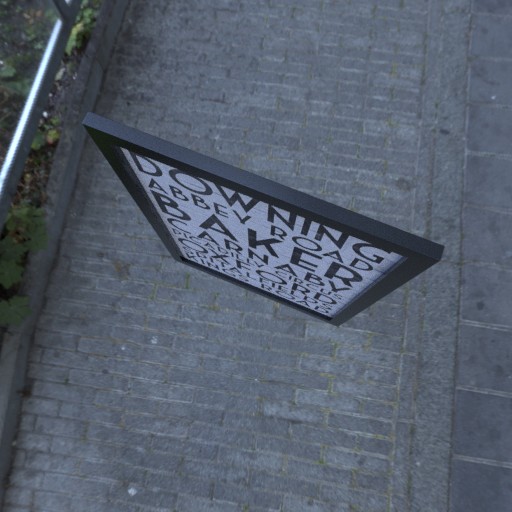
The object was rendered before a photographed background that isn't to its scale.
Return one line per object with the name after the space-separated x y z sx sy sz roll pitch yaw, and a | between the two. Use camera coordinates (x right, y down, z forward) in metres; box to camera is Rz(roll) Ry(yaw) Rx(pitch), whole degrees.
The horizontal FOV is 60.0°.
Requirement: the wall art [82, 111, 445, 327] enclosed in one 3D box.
0.000 0.000 0.846 0.462 0.656 0.019 22 76 6 | wall art
